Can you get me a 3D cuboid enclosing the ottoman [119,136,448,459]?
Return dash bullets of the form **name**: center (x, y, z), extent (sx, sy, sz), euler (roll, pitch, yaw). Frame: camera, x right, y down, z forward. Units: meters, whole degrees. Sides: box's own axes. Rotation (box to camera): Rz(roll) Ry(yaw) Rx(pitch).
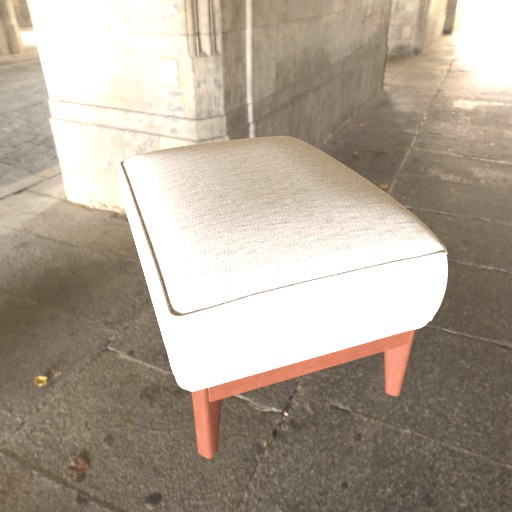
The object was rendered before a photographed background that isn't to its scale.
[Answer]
- **ottoman**: center (0.000, 0.000, 1.170), extent (0.594, 0.465, 0.794), euler (-11, 33, -17)
